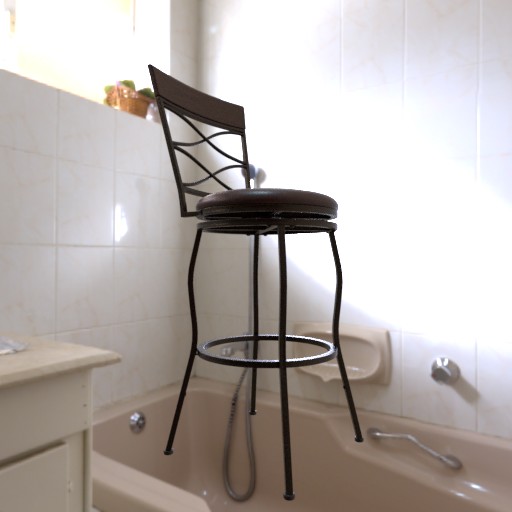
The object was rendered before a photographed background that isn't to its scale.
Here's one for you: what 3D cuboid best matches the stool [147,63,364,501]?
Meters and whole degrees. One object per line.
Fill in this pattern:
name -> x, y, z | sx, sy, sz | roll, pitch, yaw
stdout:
stool -> 0.000, 0.000, 1.342 | 0.513, 1.130, 0.448 | -1, -1, 36
